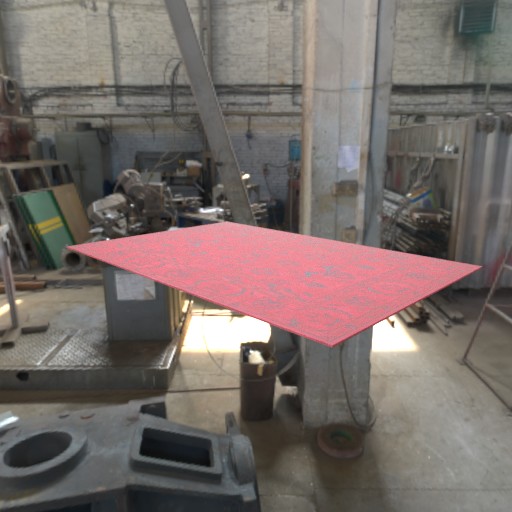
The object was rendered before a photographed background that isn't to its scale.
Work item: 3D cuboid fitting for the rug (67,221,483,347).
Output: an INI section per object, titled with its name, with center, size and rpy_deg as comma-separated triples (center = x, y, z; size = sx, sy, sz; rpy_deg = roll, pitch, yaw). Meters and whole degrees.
[rug]
center = 0.000, 0.000, 2.291
size = 1.814, 0.008, 1.209
rpy_deg = 13, 19, 43
